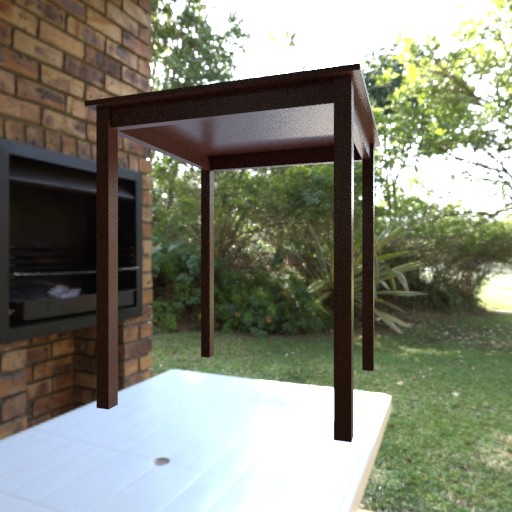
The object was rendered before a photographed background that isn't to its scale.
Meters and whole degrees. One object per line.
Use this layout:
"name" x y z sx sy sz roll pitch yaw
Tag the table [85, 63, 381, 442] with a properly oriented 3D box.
"table" 0.000 0.000 1.682 0.861 0.991 0.861 0 0 19
